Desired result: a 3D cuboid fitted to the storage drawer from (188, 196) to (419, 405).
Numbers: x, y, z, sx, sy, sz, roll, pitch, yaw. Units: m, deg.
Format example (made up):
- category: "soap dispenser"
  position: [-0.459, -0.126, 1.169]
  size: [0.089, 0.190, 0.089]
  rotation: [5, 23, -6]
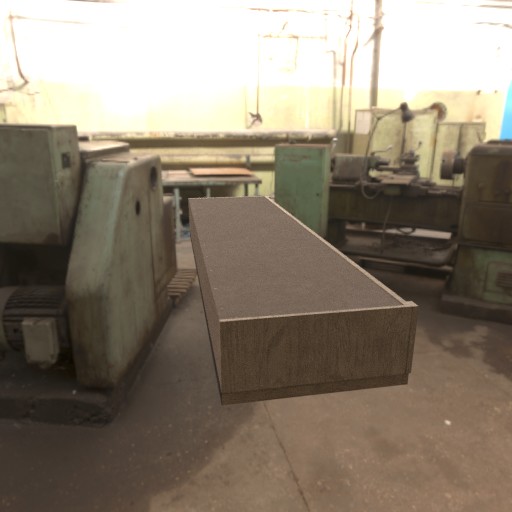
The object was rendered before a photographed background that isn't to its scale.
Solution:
- category: "storage drawer"
  position: [0.000, 0.000, 2.274]
  size: [0.591, 0.274, 2.072]
  rotation: [-3, 17, -10]
